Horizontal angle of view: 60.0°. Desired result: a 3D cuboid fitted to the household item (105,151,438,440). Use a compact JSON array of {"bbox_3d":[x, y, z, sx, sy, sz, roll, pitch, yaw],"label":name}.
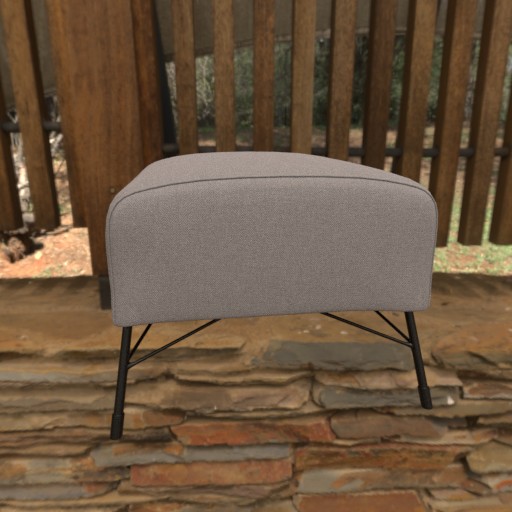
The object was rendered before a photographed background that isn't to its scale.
[{"bbox_3d":[0.000,0.000,0.905,0.530,0.410,0.530,-2,16,-8],"label":"household item"}]
